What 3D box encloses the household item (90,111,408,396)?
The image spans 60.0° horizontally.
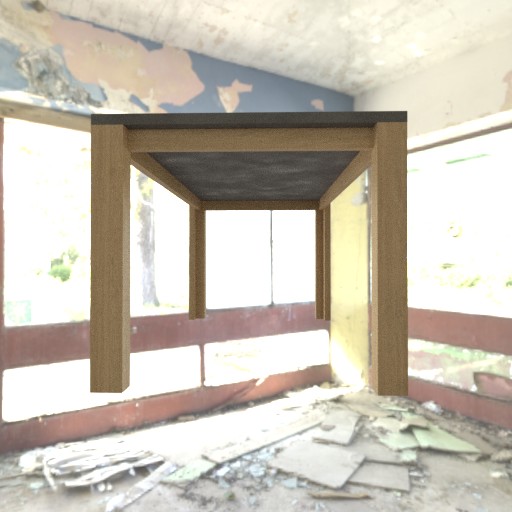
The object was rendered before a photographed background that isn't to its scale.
[{"bbox_3d":[0.000,0.000,1.985,0.850,0.755,1.600,0,-1,2],"label":"household item"}]
